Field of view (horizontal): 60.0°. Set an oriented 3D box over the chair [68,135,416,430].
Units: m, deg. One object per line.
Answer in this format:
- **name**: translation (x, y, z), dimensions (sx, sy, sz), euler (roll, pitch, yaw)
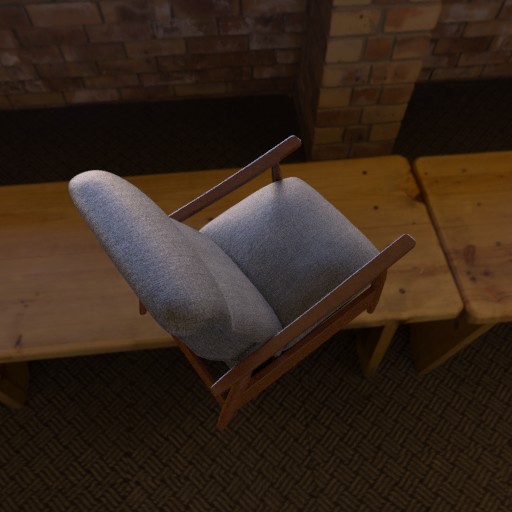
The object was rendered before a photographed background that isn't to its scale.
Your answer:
- **chair**: translation (0.000, 0.000, 1.818), dimensions (1.030, 1.082, 0.762), euler (-33, 64, -19)
